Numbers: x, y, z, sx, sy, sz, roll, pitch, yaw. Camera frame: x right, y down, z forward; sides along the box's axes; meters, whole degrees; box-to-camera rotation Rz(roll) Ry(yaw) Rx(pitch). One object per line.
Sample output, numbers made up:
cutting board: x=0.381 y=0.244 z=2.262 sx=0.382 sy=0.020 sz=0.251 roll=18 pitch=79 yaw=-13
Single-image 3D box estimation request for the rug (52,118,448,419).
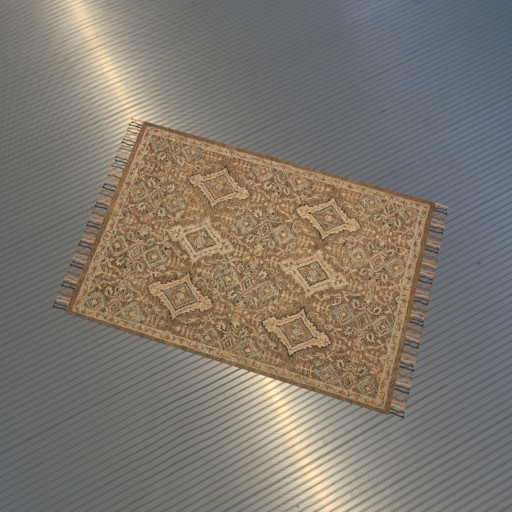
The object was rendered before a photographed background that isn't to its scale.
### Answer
rug: x=0.000 y=0.000 z=3.096 sx=2.434 sy=0.010 sz=1.516 roll=17 pitch=76 yaw=4
